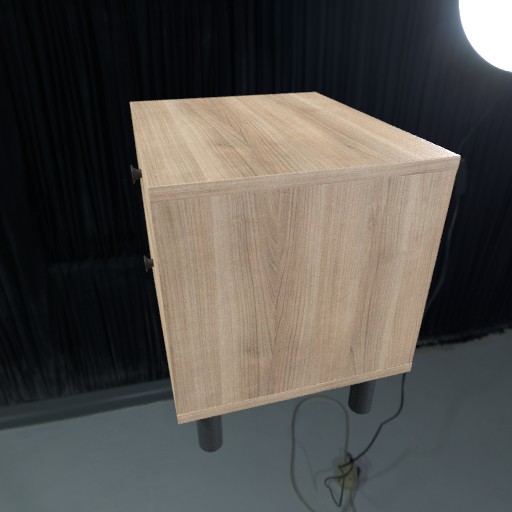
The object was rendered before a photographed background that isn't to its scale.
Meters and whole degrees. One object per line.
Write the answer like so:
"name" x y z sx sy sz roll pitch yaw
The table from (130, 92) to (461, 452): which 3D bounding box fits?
"table" 0.000 0.000 0.782 0.380 0.460 0.445 -8 31 -14
